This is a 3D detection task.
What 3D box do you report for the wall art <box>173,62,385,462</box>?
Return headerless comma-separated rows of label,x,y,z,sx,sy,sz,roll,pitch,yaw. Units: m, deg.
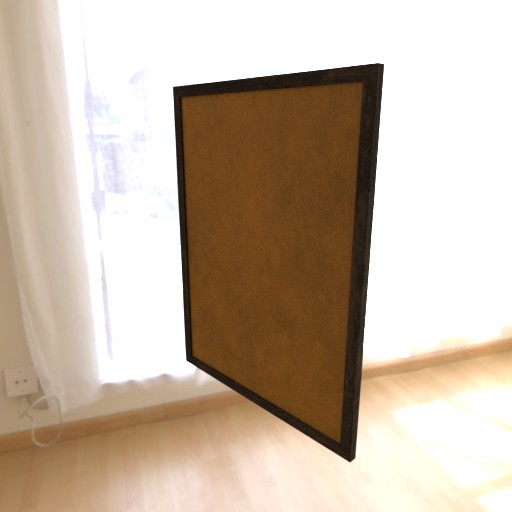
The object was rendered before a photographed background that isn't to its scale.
wall art,0.000,0.000,1.421,0.029,1.066,0.812,-15,22,-42
